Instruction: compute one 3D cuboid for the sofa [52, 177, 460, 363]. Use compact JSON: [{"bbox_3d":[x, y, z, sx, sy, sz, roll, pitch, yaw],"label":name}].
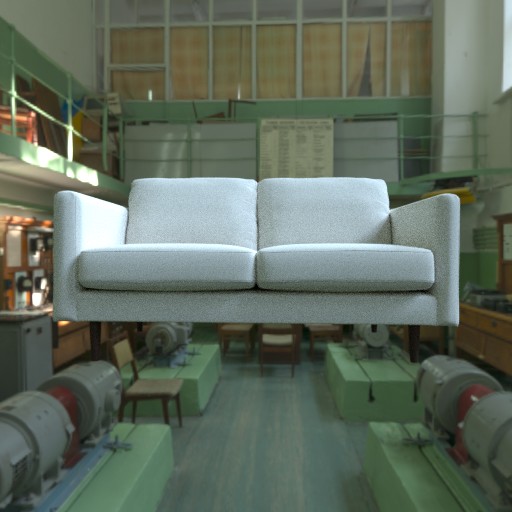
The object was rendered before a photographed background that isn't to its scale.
[{"bbox_3d":[0.000,0.000,2.252,1.713,0.893,0.940,0,1,1],"label":"sofa"}]
